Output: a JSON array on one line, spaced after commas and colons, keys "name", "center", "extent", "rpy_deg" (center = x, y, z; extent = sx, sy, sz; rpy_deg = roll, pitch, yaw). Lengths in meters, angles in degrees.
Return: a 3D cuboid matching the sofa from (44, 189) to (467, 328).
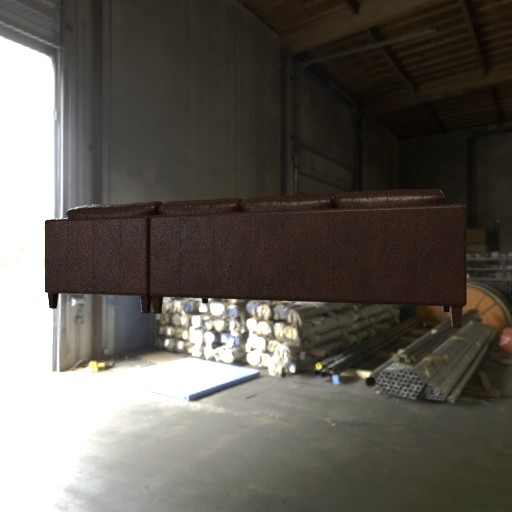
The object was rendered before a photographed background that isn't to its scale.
[{"name": "sofa", "center": [0.000, 0.000, 3.899], "extent": [3.203, 0.883, 1.581], "rpy_deg": [0, 0, 19]}]
